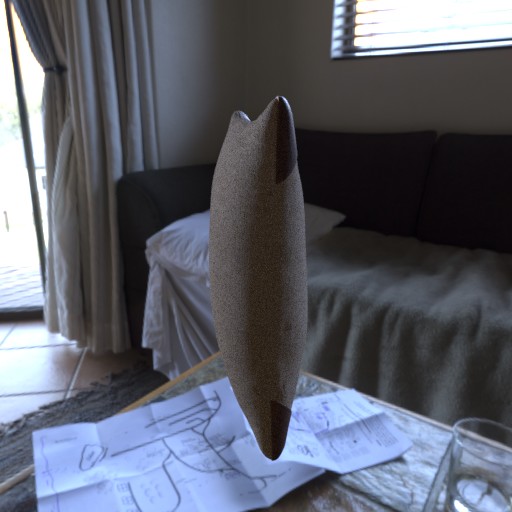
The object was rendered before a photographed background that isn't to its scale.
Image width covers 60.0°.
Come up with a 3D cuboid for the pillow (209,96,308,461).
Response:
[{"bbox_3d":[0.000,0.000,0.696,0.147,0.448,0.437,-2,16,-8],"label":"pillow"}]
